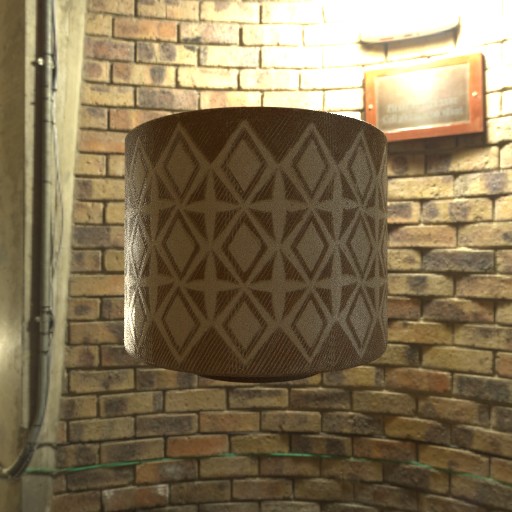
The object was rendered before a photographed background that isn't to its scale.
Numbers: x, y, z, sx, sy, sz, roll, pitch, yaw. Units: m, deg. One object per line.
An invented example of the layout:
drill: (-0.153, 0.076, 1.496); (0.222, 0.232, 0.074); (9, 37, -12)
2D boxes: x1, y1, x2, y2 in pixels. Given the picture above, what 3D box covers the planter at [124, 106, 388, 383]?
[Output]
planter: (0.000, 0.000, 0.339); (0.193, 0.165, 0.193); (0, 0, 0)
